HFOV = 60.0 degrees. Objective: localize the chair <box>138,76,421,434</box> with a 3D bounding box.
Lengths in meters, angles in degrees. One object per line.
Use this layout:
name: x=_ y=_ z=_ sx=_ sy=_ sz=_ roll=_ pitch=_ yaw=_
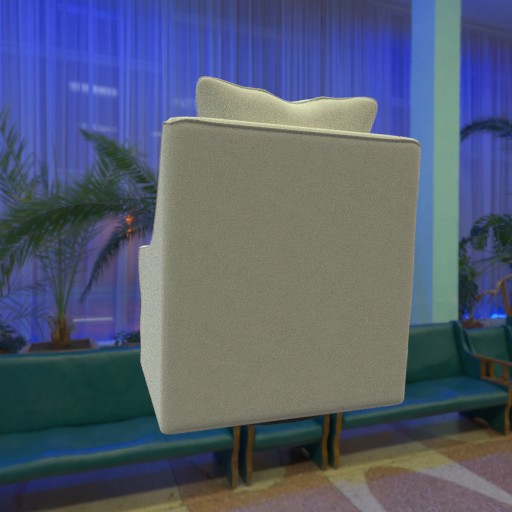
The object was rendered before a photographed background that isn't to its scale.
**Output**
chair: x=0.000 y=0.000 z=1.577 sx=0.756 sy=0.965 sz=0.876 roll=0 pitch=1 yaw=-19
